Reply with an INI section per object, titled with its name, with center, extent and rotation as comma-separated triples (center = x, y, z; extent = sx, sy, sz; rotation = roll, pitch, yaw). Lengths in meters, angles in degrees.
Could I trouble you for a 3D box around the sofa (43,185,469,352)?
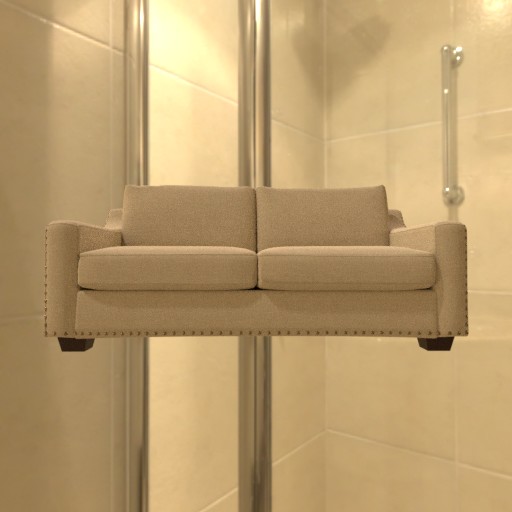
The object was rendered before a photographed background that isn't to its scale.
[sofa]
center = 0.000, 0.000, 2.702
extent = 2.107, 0.983, 1.104
rotation = 0, -1, -1
